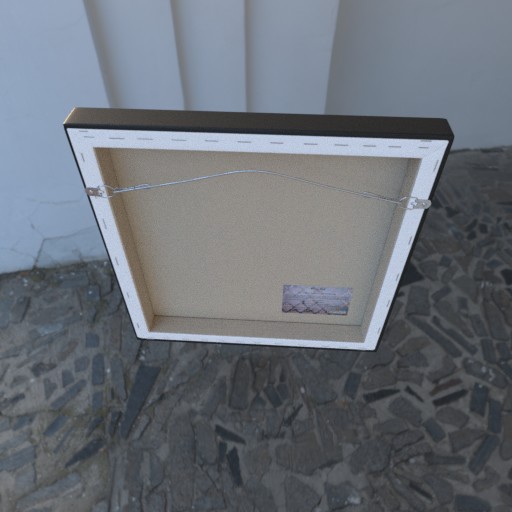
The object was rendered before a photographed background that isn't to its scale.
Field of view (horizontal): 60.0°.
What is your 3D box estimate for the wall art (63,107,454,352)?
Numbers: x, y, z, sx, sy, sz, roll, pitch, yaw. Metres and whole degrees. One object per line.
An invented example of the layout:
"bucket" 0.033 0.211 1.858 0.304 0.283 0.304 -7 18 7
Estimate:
"wall art" 0.000 0.000 0.612 0.406 0.407 0.041 2 46 2
